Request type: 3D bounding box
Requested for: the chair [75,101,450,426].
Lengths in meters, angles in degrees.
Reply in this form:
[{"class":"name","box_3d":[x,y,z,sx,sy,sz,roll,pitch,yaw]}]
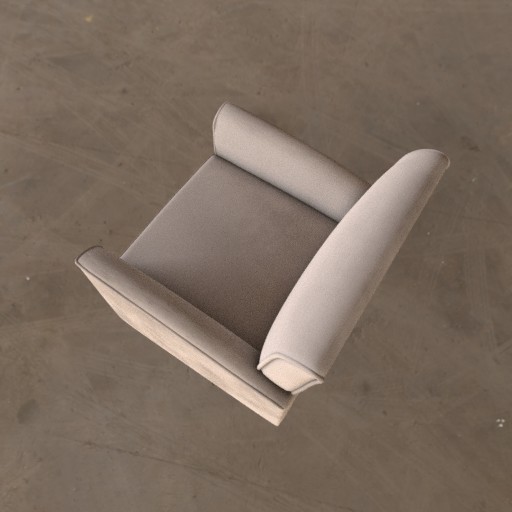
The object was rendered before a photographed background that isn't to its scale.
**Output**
[{"class":"chair","box_3d":[0.000,0.000,1.564,0.821,0.915,0.820,30,67,15]}]
